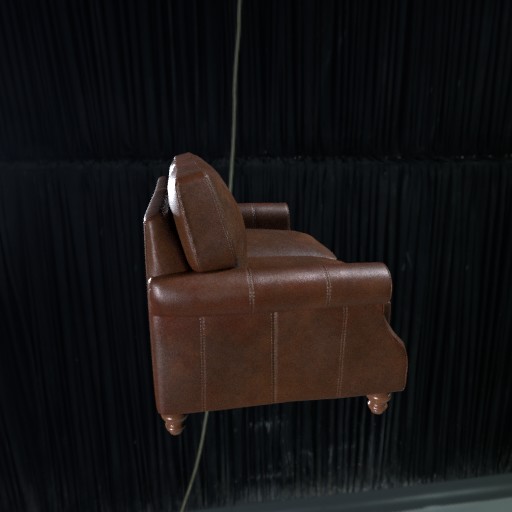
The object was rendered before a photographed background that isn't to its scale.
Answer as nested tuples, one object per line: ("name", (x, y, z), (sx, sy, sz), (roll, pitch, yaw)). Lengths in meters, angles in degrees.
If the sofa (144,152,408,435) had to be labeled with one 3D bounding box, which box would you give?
("sofa", (0.000, 0.000, 2.236), (0.990, 0.976, 1.616), (-3, 16, -10))
